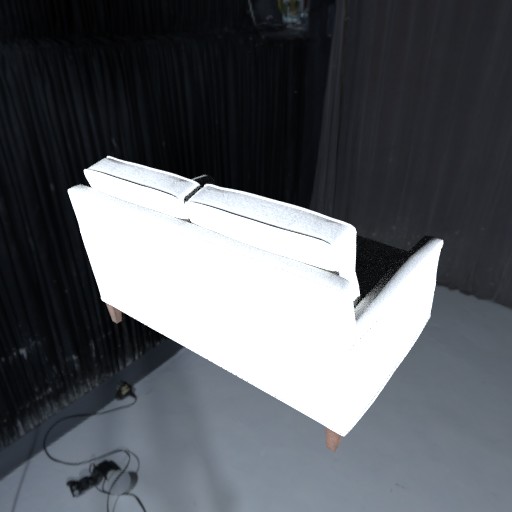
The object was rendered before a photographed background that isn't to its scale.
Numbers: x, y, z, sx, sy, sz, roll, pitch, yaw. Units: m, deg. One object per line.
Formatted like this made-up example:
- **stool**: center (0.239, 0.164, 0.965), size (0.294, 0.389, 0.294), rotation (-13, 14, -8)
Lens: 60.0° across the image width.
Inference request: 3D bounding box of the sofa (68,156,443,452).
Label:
- **sofa**: center (0.000, 0.000, 2.291), size (1.597, 1.003, 1.084), rotation (20, 35, 32)
